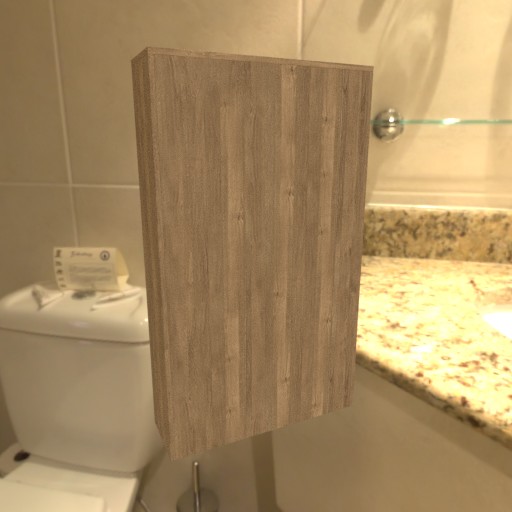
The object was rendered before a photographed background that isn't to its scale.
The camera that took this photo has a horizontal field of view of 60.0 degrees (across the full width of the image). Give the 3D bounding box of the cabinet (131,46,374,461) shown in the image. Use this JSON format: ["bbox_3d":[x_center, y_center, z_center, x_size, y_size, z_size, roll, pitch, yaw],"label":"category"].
[{"bbox_3d":[0.000,0.000,1.589,0.750,1.280,0.250,-7,16,-25],"label":"cabinet"}]
